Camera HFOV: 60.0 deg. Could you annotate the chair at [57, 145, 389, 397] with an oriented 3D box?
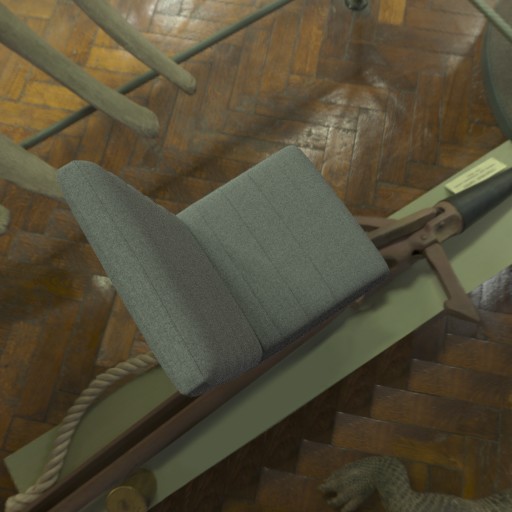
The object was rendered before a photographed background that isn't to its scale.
[{"bbox_3d":[0.000,0.000,1.279,0.634,0.930,0.520,-32,77,-8],"label":"chair"}]
